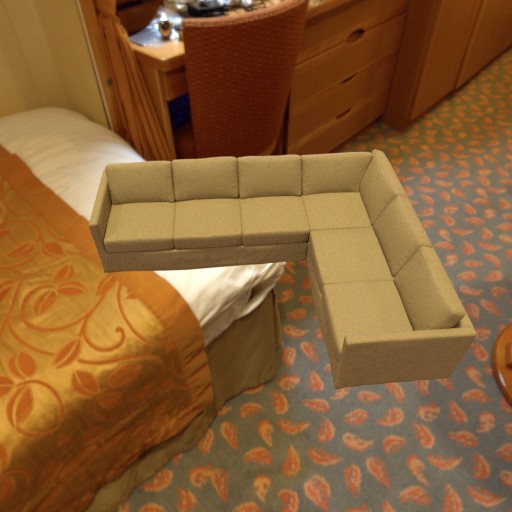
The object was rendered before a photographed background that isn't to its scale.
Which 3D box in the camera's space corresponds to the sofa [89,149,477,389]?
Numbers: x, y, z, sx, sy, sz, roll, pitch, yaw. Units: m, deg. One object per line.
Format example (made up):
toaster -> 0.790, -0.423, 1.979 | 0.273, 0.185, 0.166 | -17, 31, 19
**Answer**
sofa -> 0.000, 0.000, 4.278 | 3.182, 0.871, 2.432 | -3, 46, -3
